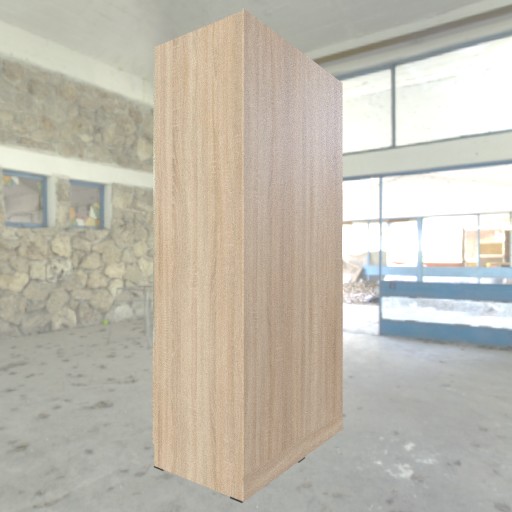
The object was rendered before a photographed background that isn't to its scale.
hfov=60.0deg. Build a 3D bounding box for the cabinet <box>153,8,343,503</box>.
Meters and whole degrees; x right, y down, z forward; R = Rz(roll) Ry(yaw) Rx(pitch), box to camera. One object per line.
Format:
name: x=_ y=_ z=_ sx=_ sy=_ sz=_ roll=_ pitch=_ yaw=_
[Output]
cabinet: x=0.000 y=0.000 z=2.475 sx=0.590 sy=2.121 sz=1.001 roll=0 pitch=-1 yaw=36
